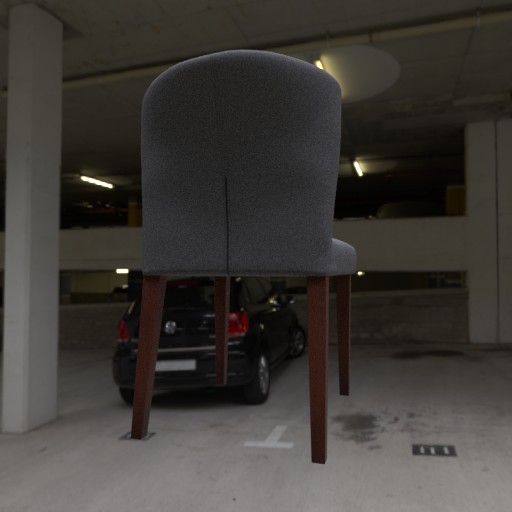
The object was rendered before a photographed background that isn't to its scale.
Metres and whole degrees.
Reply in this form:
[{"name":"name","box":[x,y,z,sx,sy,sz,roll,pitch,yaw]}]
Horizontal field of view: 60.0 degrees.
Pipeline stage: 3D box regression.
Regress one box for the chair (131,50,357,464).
[{"name":"chair","box":[0.000,0.000,1.186,0.491,0.839,0.592,-1,-2,18]}]
